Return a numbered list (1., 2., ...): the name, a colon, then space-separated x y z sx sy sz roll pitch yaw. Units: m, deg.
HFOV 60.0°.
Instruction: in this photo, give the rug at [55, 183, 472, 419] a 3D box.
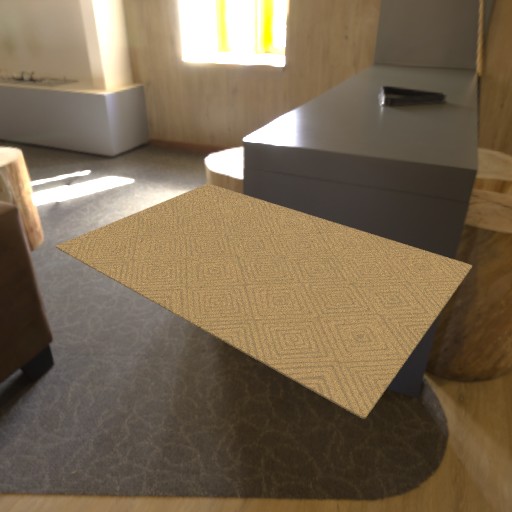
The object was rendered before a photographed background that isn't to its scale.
1. rug: 0.000 0.000 2.215 1.753 0.008 1.143 22 37 32
